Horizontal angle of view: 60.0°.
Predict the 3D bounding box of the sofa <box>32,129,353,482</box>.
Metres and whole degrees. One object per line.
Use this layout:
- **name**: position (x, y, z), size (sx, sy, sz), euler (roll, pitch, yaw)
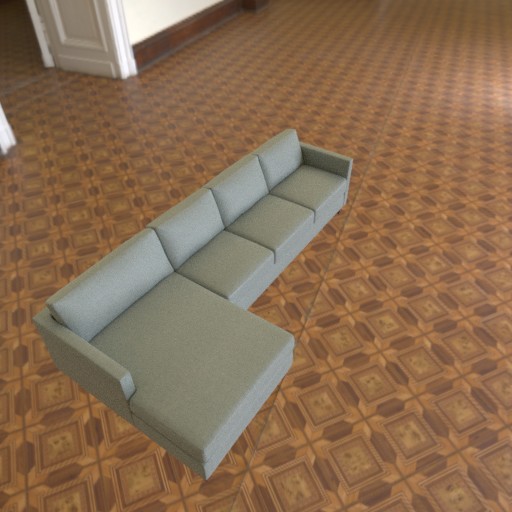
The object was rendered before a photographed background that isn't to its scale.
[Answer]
- **sofa**: position (0.000, 0.000, 4.094), size (1.600, 0.953, 3.470), euler (24, 47, 25)
